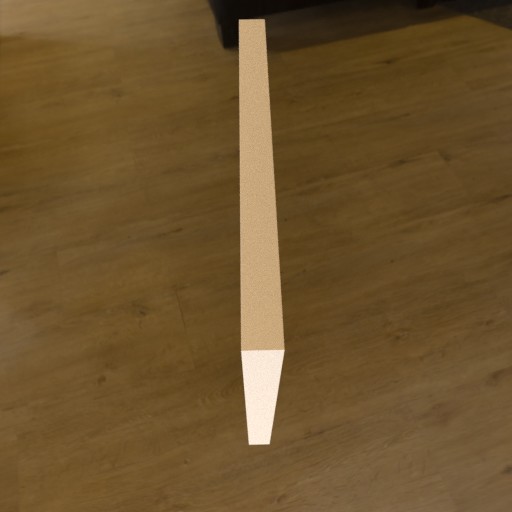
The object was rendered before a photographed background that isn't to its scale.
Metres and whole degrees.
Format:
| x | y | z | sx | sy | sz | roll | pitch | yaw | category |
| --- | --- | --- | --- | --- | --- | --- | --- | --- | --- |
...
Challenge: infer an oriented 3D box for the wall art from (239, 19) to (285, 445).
| x | y | z | sx | sy | sz | roll | pitch | yaw | category |
| --- | --- | --- | --- | --- | --- | --- | --- | --- | --- |
| 0.000 | 0.000 | 0.738 | 0.038 | 0.508 | 0.507 | -1 | 58 | -1 | wall art |
